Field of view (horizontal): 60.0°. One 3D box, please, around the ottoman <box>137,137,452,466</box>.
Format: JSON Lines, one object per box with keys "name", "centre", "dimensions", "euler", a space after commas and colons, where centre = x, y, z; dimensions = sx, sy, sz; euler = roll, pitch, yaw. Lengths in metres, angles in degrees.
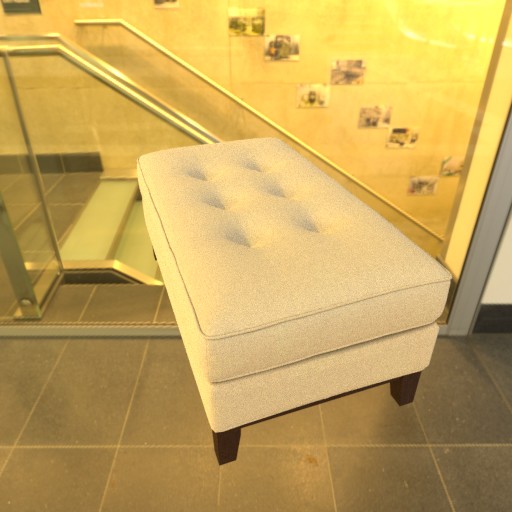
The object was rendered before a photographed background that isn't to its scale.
{"name": "ottoman", "centre": [0.000, 0.000, 1.533], "dimensions": [0.648, 0.508, 1.143], "euler": [-11, 34, -17]}
